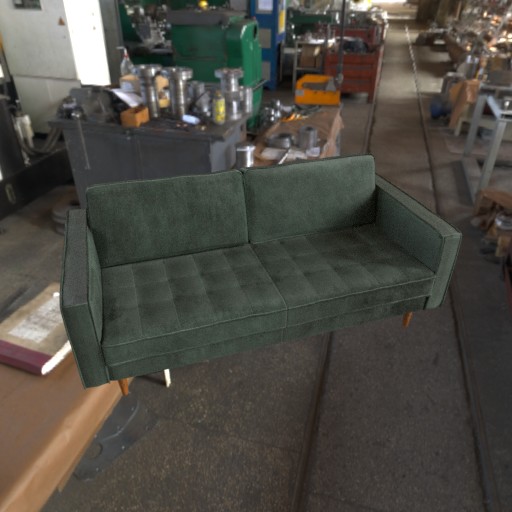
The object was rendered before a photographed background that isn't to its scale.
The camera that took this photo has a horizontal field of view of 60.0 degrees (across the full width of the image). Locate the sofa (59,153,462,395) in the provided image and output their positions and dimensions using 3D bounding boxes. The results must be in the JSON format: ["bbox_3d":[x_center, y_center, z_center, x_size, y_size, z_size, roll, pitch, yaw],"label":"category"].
[{"bbox_3d":[0.000,0.000,2.289,1.816,0.781,0.886,-10,34,-15],"label":"sofa"}]
